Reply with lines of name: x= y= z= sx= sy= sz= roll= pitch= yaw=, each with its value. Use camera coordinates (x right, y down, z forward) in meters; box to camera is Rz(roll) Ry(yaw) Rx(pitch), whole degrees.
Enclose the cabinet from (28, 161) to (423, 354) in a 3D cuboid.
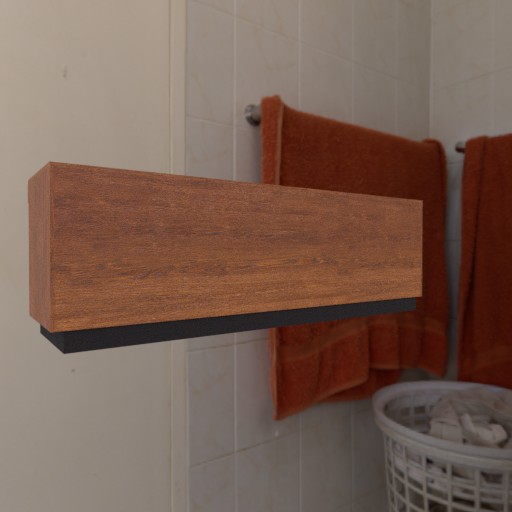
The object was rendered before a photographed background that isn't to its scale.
cabinet: x=0.000 y=0.000 z=1.787 sx=1.600 sy=0.510 sz=0.419 roll=-1 pitch=1 yaw=-35
